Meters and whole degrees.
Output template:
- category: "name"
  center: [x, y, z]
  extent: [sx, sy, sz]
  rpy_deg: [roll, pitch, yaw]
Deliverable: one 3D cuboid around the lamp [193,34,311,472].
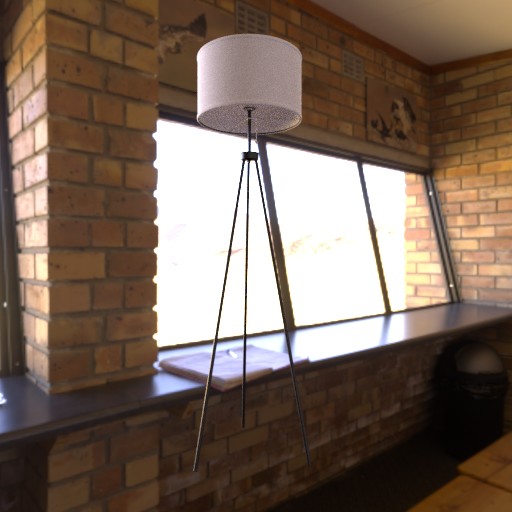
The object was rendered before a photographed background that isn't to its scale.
- category: "lamp"
  center: [0.000, 0.000, 1.745]
  extent: [0.458, 1.545, 0.448]
  rpy_deg: [0, 0, 18]
